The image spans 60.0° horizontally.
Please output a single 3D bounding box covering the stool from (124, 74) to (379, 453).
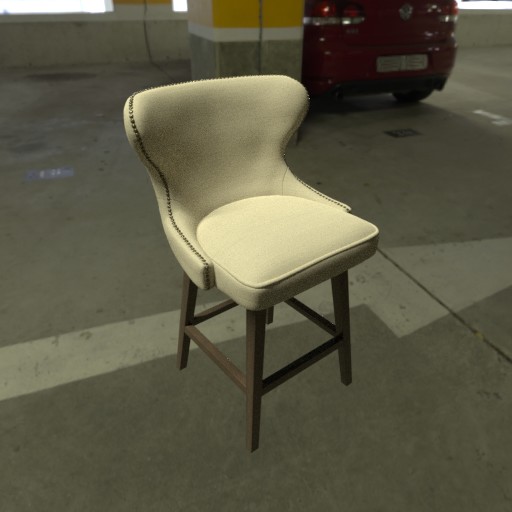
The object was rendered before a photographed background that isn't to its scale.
[{"bbox_3d":[0.000,0.000,1.384,0.615,0.972,0.597,-22,37,-32],"label":"stool"}]
